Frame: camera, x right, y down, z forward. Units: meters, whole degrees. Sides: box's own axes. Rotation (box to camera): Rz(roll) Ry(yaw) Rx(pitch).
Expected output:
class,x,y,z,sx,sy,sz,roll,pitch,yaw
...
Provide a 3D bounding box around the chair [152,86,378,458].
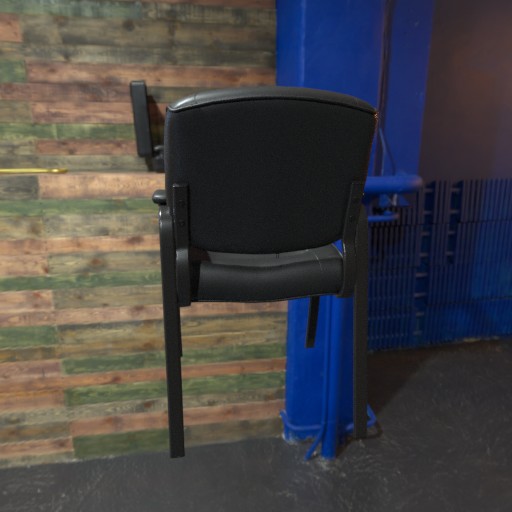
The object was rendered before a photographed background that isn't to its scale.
class,x,y,z,sx,sy,sz,roll,pitch,yaw
chair,0.000,0.000,1.346,0.591,0.910,0.668,-2,15,-9
